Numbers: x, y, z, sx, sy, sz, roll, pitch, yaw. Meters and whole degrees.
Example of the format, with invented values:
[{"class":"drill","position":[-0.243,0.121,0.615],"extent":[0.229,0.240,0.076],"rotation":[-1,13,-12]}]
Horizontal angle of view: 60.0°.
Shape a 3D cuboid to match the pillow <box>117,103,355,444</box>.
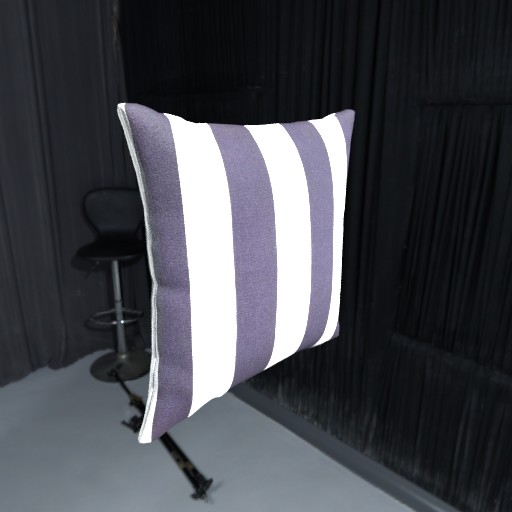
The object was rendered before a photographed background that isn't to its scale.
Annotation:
[{"class":"pillow","position":[0.000,0.000,0.822],"extent":[0.536,0.526,0.189],"rotation":[-16,24,-42]}]
